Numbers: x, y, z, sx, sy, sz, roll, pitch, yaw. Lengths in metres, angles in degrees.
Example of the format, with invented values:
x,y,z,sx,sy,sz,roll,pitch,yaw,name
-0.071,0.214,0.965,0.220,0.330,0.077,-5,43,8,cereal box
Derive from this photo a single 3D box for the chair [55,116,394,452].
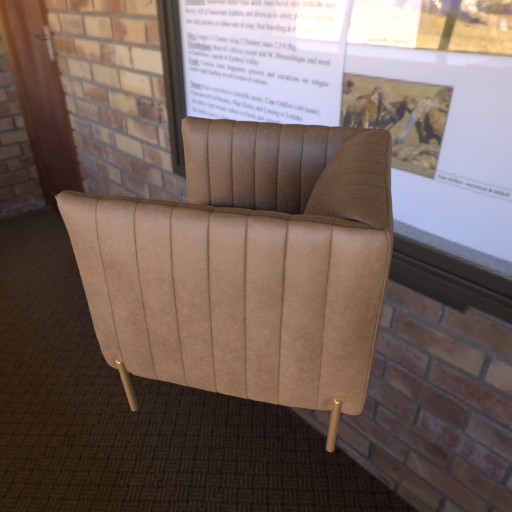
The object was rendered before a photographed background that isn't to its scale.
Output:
x,y,z,sx,sy,sz,roll,pitch,yaw,name
0.000,0.000,1.626,0.876,0.779,0.981,8,31,12,chair
